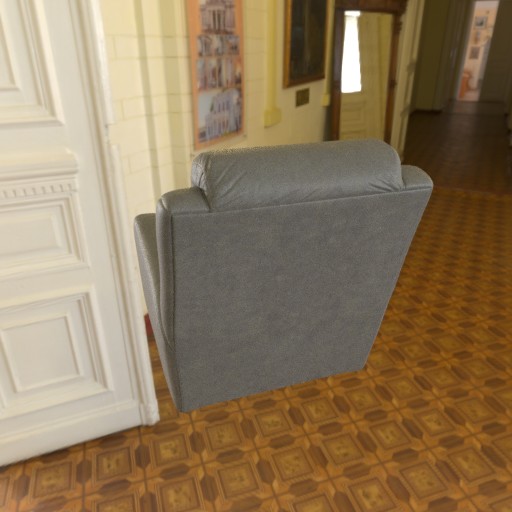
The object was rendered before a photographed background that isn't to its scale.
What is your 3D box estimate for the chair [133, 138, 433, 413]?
[{"bbox_3d":[0.000,0.000,1.930,0.965,1.116,1.068,-8,27,-17],"label":"chair"}]
